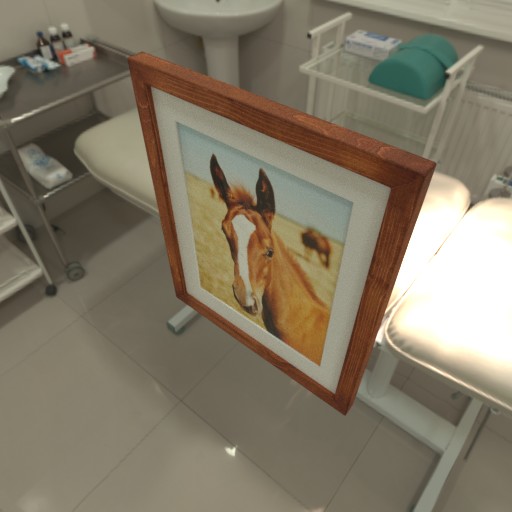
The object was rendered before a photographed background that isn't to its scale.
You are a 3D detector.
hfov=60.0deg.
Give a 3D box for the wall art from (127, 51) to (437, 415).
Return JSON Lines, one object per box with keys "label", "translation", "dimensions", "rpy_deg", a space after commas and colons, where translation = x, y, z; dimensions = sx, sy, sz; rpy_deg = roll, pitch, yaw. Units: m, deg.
{"label": "wall art", "translation": [0.000, 0.000, 0.755], "dimensions": [0.462, 0.558, 0.030], "rpy_deg": [30, 53, 26]}
